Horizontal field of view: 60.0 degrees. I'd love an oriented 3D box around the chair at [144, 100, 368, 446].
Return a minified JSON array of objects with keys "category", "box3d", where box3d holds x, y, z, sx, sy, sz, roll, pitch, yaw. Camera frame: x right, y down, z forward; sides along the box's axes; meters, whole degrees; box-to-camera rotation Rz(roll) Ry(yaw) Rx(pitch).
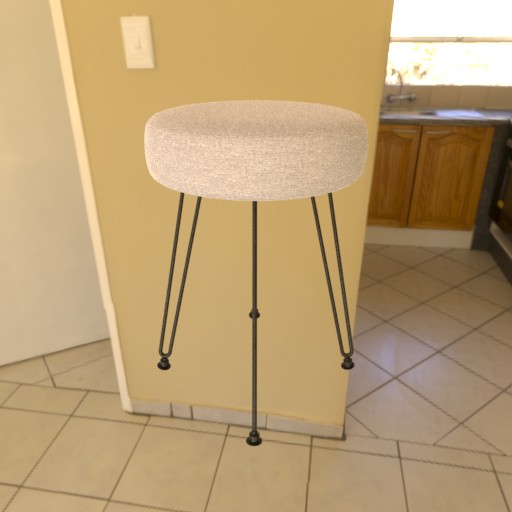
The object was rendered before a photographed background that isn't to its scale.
[{"category":"chair","box3d":[0.000,0.000,0.691,0.350,0.440,0.350,0,26,0]}]
